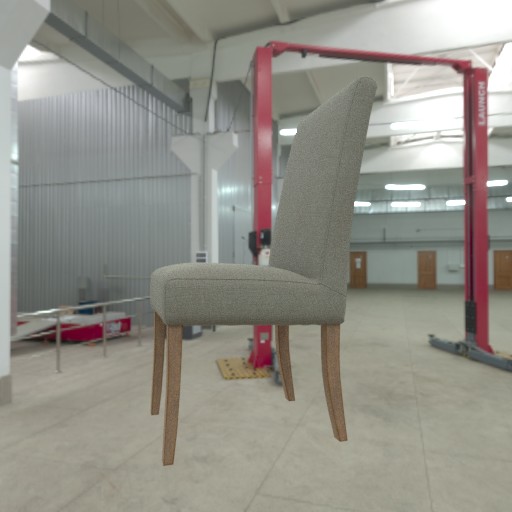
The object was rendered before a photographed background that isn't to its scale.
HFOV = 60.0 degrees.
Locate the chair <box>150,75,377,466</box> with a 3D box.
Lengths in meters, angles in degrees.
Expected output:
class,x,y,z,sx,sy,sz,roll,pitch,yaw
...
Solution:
class,x,y,z,sx,sy,sz,roll,pitch,yaw
chair,0.000,0.000,1.374,0.611,1.033,0.450,0,-1,-18
